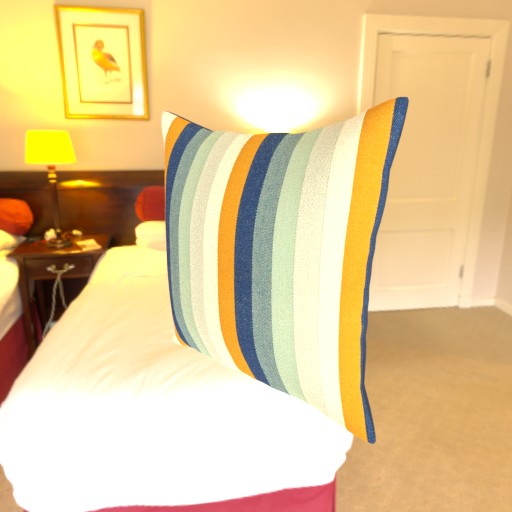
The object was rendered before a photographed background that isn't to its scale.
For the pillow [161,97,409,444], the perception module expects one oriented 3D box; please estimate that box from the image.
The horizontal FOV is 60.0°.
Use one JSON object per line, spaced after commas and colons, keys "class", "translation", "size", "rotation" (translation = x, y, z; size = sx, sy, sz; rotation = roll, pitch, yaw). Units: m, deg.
{"class": "pillow", "translation": [0.000, 0.000, 0.703], "size": [0.463, 0.454, 0.173], "rotation": [14, 21, 41]}
